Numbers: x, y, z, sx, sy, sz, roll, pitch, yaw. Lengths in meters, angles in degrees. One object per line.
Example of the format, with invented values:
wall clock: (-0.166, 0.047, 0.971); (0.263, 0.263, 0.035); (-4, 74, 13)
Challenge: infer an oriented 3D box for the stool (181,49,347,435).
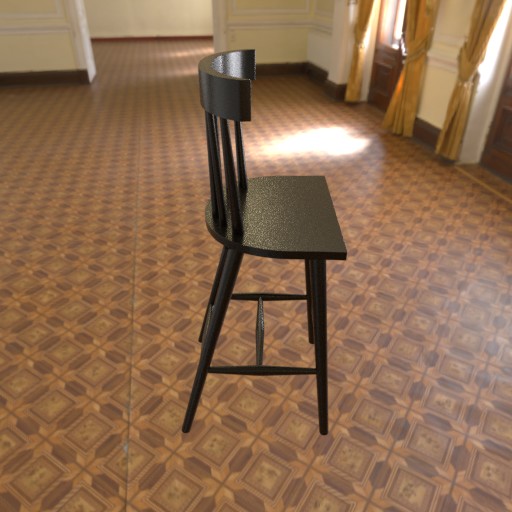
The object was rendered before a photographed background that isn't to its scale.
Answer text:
stool: (0.000, 0.000, 1.346); (0.483, 1.092, 0.482); (1, 32, 1)
